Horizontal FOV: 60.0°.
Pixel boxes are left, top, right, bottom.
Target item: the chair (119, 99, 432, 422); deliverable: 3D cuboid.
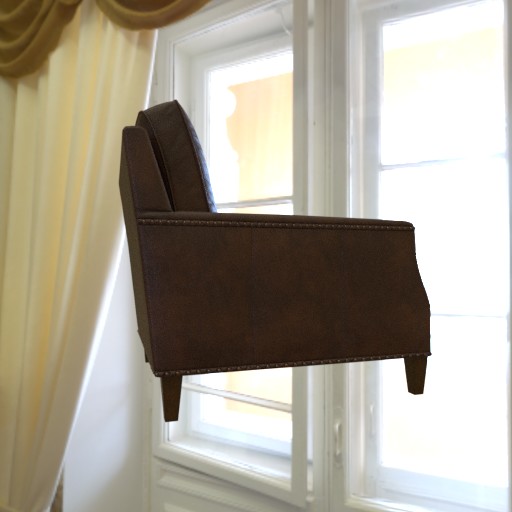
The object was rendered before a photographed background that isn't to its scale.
[{"bbox_3d":[0.000,0.000,1.723,1.014,0.929,0.853,0,-1,-18],"label":"chair"}]
